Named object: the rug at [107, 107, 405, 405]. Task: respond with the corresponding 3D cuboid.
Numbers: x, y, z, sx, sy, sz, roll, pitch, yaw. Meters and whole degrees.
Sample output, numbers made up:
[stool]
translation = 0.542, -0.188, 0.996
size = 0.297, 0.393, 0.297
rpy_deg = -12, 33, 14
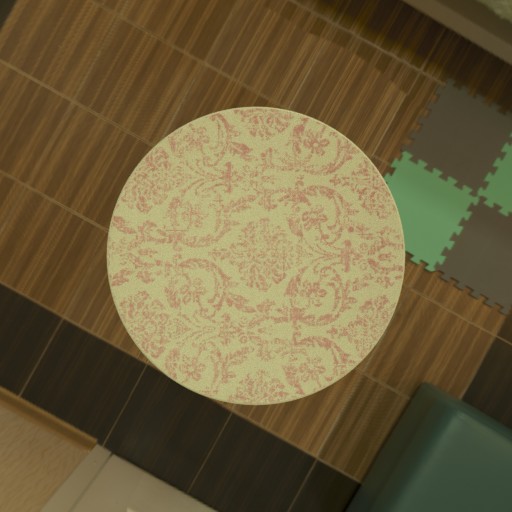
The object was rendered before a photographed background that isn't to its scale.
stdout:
[rug]
translation = 0.000, 0.000, 2.366
size = 1.593, 0.012, 1.593
rpy_deg = 0, 90, 0
